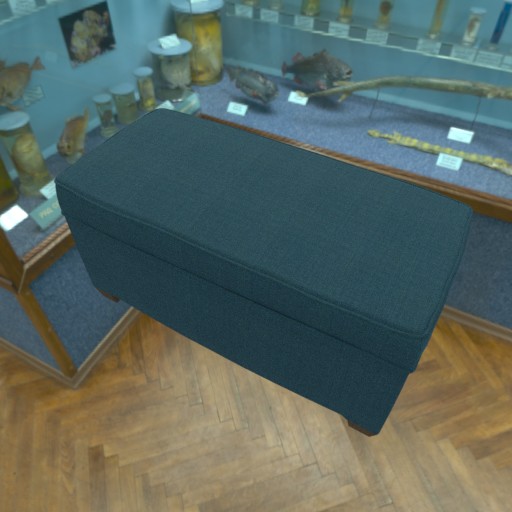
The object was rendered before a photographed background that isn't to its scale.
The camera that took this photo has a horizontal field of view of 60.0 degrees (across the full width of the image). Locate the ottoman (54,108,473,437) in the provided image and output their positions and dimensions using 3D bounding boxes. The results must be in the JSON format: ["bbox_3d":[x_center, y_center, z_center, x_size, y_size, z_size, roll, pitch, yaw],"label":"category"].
[{"bbox_3d":[0.000,0.000,1.207,0.943,0.474,0.474,23,51,20],"label":"ottoman"}]
